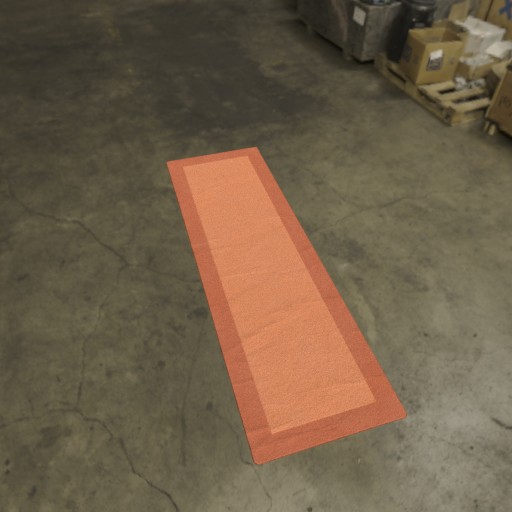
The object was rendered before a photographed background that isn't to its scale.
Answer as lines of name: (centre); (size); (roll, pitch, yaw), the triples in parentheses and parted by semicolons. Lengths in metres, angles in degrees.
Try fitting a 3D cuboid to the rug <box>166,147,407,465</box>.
rug: (0.000, 0.000, 2.815); (0.914, 0.013, 2.471); (-15, 48, -14)
